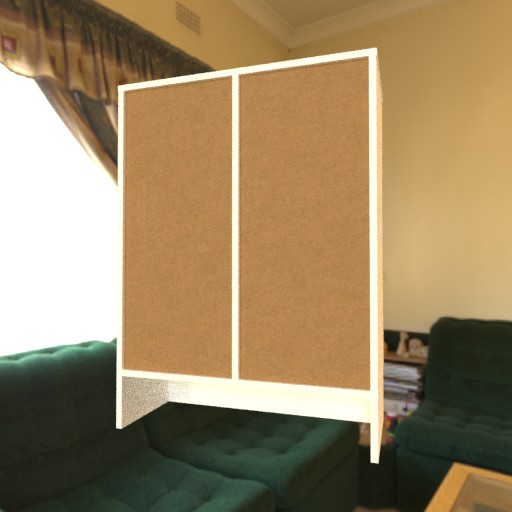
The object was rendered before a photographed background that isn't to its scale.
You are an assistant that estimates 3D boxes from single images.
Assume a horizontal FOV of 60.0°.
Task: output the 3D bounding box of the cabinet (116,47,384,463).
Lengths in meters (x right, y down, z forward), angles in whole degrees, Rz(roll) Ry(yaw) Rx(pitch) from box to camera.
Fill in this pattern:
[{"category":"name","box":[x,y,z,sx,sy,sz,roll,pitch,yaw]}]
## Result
[{"category":"cabinet","box":[0.000,0.000,1.102,0.600,0.815,0.296,0,-1,18]}]
